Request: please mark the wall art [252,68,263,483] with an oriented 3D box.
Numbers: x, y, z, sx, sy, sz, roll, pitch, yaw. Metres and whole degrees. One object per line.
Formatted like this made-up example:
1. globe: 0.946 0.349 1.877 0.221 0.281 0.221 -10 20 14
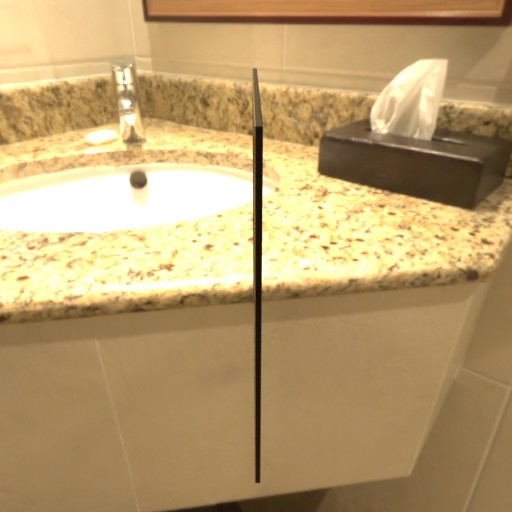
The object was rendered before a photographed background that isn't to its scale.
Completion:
1. wall art: 0.000 0.000 0.779 0.009 0.559 0.483 0 29 -1
